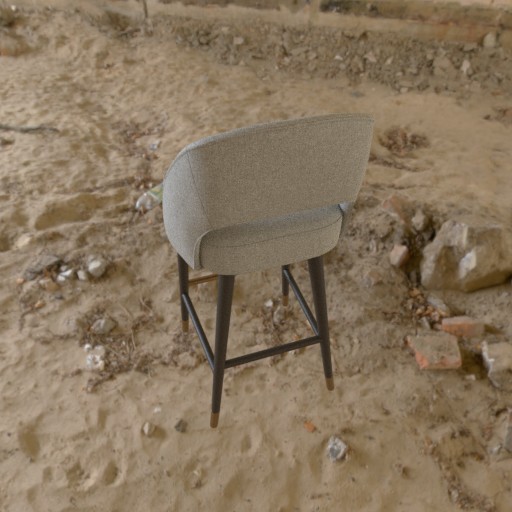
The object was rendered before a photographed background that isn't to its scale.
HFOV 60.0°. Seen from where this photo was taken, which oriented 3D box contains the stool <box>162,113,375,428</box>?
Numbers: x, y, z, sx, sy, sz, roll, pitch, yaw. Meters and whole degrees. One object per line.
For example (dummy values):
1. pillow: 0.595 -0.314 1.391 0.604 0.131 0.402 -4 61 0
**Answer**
1. stool: 0.000 0.000 1.319 0.494 1.037 0.509 -13 42 -15
